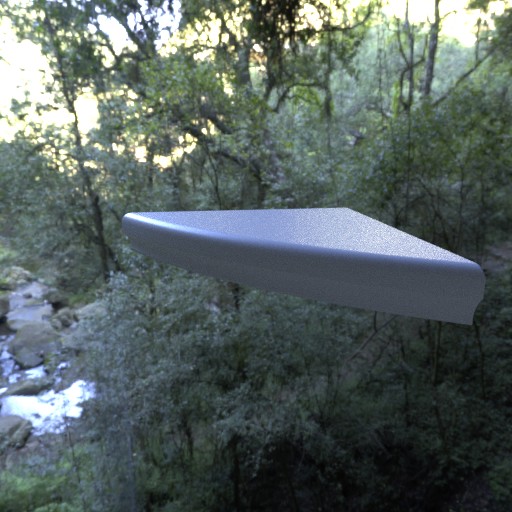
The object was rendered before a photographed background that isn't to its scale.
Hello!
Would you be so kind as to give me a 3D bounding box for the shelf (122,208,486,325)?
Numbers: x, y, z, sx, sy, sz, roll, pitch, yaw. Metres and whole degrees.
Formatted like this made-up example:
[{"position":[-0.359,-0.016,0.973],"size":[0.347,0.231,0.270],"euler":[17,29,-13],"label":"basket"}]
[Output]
[{"position":[0.000,0.000,0.463],"size":[0.310,0.050,0.310],"euler":[-2,15,-8],"label":"shelf"}]
